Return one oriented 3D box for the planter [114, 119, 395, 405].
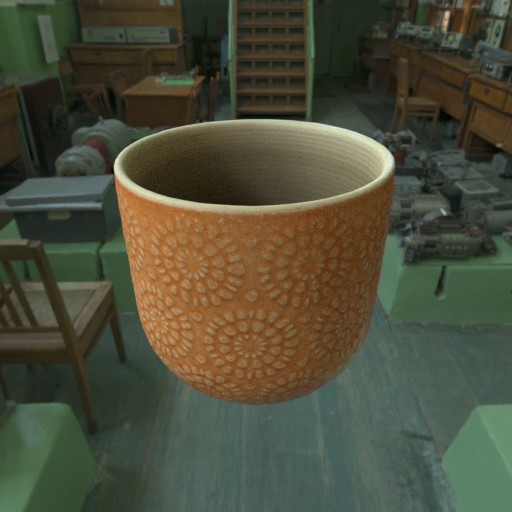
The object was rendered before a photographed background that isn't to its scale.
[{"bbox_3d":[0.000,0.000,0.301,0.170,0.152,0.170,0,30,0],"label":"planter"}]
